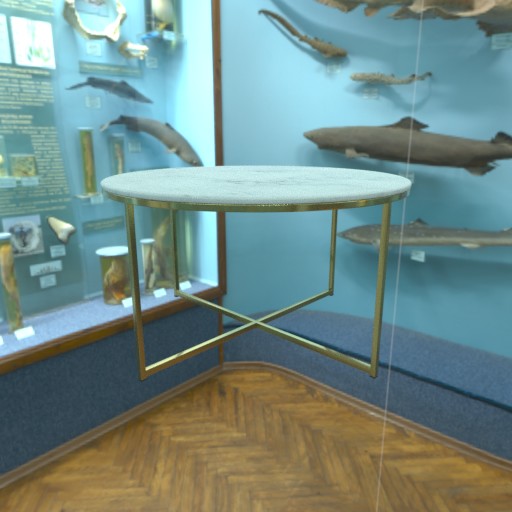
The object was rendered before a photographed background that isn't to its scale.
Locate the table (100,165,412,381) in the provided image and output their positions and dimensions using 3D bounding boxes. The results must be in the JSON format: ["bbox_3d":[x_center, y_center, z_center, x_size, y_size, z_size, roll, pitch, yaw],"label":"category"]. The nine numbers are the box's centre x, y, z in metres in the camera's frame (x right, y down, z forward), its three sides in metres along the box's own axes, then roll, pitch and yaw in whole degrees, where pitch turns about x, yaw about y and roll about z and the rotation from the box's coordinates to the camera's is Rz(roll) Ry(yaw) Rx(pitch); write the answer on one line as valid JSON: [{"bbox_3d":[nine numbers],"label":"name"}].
[{"bbox_3d":[0.000,0.000,1.261,0.800,0.450,0.800,0,16,0],"label":"table"}]
